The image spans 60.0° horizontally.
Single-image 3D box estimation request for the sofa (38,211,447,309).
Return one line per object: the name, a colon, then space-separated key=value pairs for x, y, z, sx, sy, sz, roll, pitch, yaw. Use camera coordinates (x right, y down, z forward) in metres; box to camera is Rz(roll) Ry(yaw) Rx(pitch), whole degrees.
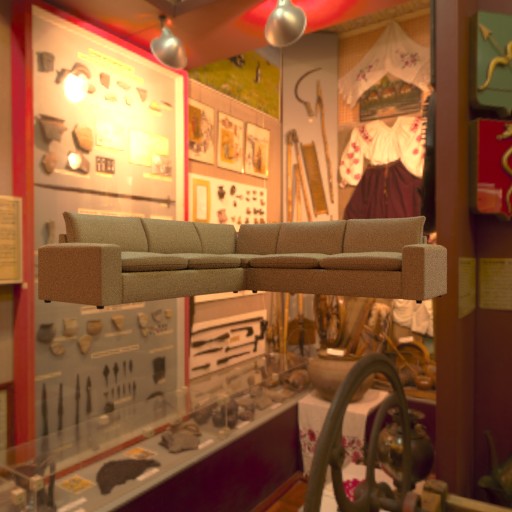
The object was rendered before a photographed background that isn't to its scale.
sofa: x=0.000 y=0.000 z=4.082 sx=2.742 sy=0.800 sz=2.622 roll=0 pitch=0 yaw=35
